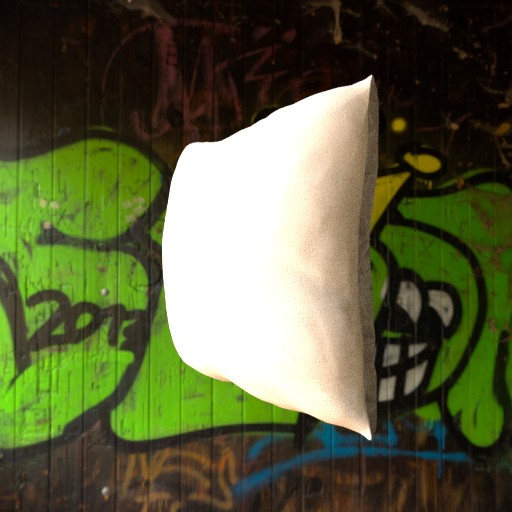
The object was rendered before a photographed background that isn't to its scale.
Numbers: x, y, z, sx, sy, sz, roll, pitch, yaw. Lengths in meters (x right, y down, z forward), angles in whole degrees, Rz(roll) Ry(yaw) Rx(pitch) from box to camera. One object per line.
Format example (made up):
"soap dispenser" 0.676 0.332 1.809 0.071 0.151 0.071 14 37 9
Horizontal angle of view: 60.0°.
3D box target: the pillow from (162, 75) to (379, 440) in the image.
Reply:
"pillow" 0.000 0.000 0.709 0.245 0.448 0.450 1 -1 -37
